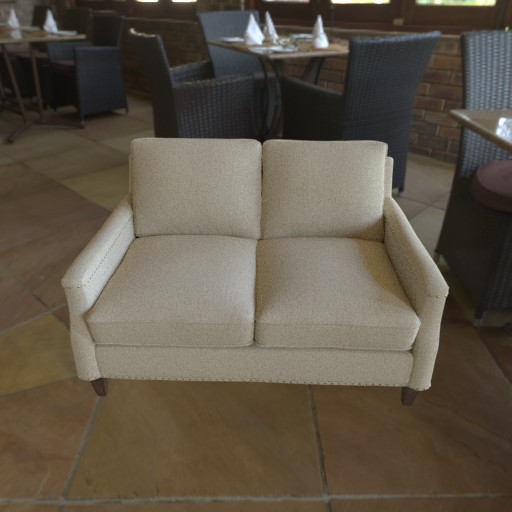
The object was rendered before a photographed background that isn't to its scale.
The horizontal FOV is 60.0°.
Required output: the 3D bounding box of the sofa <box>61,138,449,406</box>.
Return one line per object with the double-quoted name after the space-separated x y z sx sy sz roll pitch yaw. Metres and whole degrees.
0.000 0.000 2.255 1.597 1.003 1.084 1 31 2 "sofa"
